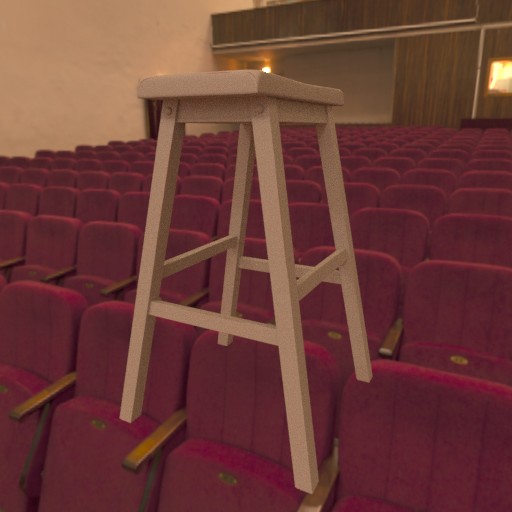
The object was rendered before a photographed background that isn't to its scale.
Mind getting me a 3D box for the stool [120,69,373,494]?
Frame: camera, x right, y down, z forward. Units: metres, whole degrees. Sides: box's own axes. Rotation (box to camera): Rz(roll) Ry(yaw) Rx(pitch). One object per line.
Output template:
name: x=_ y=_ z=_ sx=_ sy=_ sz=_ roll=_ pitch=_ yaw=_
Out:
stool: x=0.000 y=0.000 z=1.016 sx=0.476 sy=0.737 sz=0.457 roll=8 pitch=18 yaw=27
